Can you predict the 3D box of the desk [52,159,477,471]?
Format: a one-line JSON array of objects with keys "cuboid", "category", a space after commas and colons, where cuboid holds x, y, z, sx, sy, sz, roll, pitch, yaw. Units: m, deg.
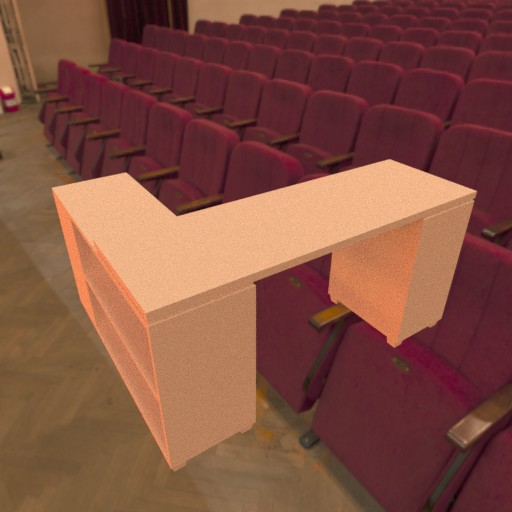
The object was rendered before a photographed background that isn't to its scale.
[{"cuboid": [0.000, 0.000, 2.202, 1.524, 0.759, 1.199, -19, 36, -28], "category": "desk"}]
